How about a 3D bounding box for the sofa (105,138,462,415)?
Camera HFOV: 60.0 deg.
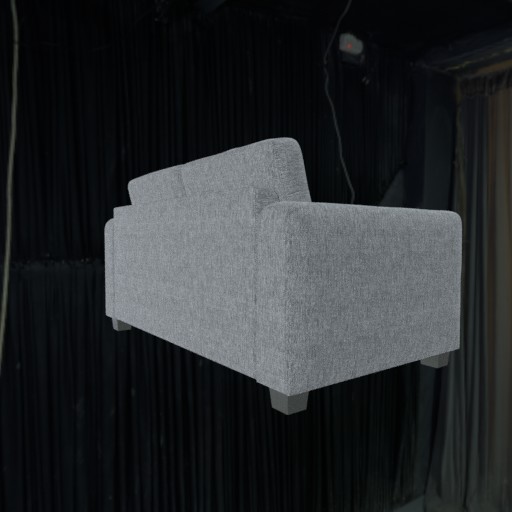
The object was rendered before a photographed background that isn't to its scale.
[{"bbox_3d":[0.000,0.000,2.010,0.900,0.800,1.520,-2,3,-36],"label":"sofa"}]
